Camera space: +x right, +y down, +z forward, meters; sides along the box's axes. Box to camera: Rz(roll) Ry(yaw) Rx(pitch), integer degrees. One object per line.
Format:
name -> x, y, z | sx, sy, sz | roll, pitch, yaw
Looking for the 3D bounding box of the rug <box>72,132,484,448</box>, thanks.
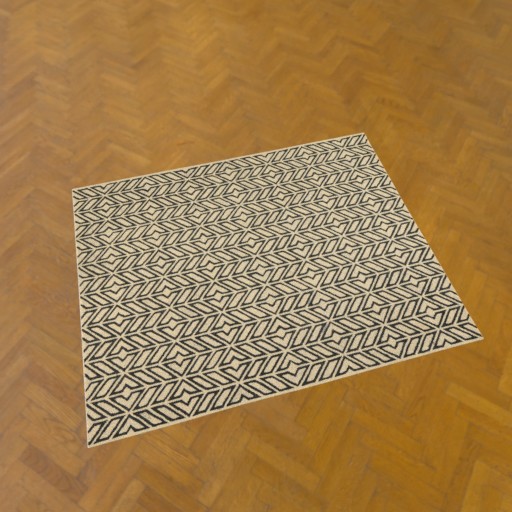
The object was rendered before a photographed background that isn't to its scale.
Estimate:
rug -> 0.000, 0.000, 3.886 | 3.045, 0.008, 2.421 | -13, 58, -8
